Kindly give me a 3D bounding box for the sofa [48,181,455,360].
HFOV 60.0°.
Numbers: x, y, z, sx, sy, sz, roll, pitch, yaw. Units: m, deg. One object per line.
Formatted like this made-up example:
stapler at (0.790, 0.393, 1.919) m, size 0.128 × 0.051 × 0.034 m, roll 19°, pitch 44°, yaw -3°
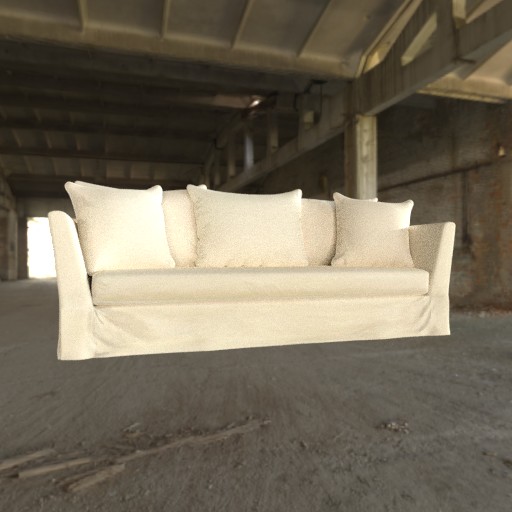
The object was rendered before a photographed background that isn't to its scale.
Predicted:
sofa at (0.000, 0.000, 3.039) m, size 2.484 × 1.042 × 1.030 m, roll 0°, pitch 0°, yaw -18°
